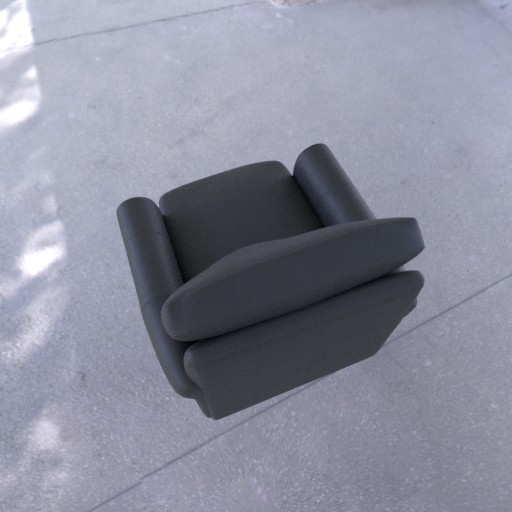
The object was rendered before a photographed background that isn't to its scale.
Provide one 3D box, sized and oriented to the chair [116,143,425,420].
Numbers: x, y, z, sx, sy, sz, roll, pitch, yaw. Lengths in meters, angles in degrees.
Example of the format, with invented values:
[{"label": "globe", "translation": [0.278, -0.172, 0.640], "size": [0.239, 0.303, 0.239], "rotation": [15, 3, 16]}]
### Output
[{"label": "chair", "translation": [0.000, 0.000, 1.821], "size": [1.015, 0.960, 1.027], "rotation": [-14, 60, -8]}]
